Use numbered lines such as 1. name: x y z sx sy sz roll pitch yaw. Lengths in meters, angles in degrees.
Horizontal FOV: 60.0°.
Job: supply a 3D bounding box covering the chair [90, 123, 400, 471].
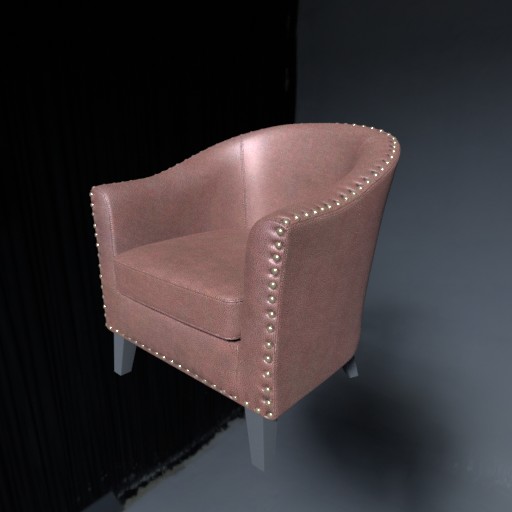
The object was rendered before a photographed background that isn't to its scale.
1. chair: 0.000 0.000 1.421 0.794 0.823 0.748 14 21 41
